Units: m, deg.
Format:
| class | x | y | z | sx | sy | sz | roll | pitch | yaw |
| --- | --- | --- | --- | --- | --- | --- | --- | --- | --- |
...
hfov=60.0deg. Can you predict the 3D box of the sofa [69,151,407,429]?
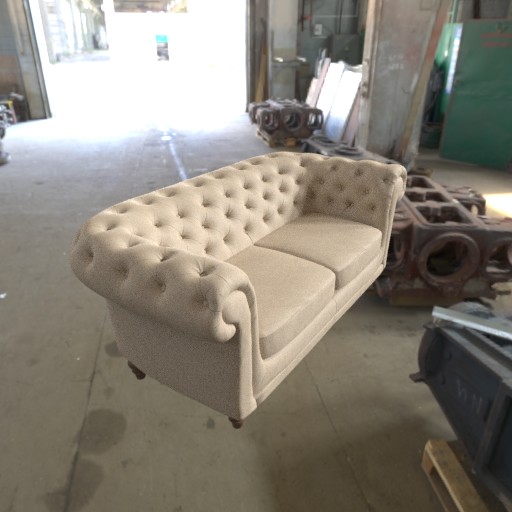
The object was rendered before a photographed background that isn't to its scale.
| class | x | y | z | sx | sy | sz | roll | pitch | yaw |
| --- | --- | --- | --- | --- | --- | --- | --- | --- | --- |
| sofa | 0.000 | 0.000 | 2.527 | 1.069 | 0.835 | 1.988 | 17 | 31 | 31 |
